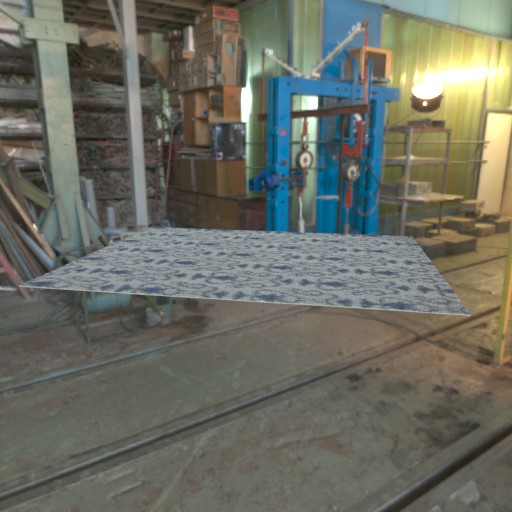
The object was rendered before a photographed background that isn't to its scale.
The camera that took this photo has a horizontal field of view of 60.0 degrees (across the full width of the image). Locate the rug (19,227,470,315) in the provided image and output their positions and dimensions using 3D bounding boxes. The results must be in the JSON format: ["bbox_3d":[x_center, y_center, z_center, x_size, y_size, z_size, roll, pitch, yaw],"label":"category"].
[{"bbox_3d":[0.000,0.000,4.217,3.205,0.015,2.437,3,15,10],"label":"rug"}]
